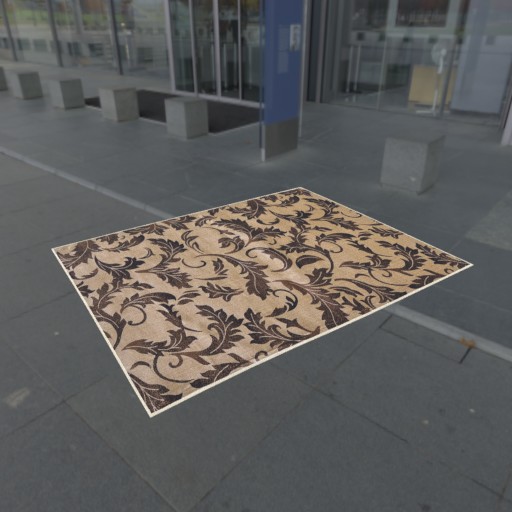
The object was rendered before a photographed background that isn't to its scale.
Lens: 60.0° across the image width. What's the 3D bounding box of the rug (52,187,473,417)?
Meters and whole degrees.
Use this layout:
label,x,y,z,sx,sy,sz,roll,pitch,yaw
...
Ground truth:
label,x,y,z,sx,sy,sz,roll,pitch,yaw
rug,0.000,0.000,3.977,2.977,0.008,2.380,-18,33,-30
